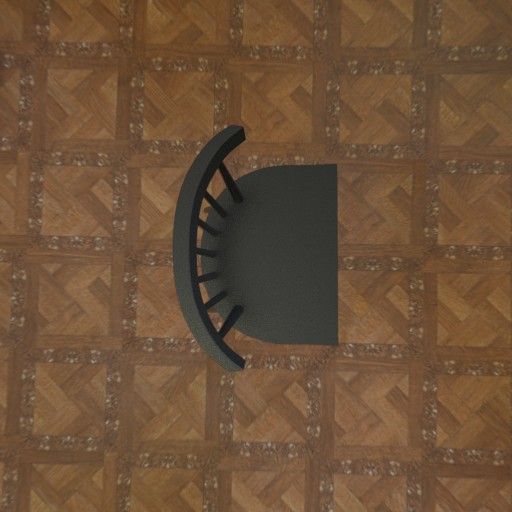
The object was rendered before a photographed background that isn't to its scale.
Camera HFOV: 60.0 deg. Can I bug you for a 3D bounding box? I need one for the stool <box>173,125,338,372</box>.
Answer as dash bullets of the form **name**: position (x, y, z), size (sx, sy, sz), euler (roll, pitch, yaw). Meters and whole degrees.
- **stool**: position (0.000, 0.000, 1.343), size (0.483, 1.092, 0.482), euler (0, 88, 2)
